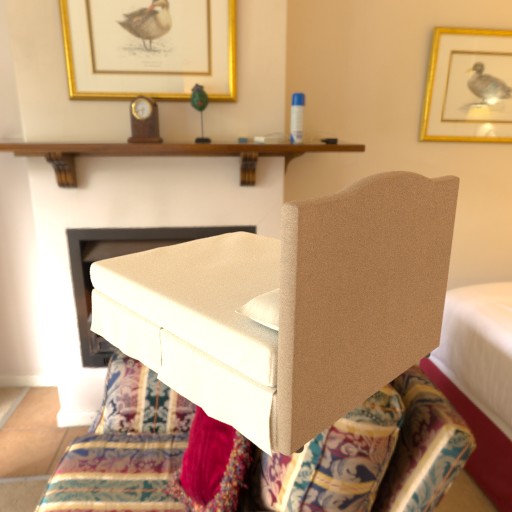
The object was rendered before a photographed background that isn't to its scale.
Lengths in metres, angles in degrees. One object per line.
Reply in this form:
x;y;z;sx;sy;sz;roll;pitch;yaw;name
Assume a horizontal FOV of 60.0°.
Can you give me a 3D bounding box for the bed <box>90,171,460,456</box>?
0.000;0.000;3.434;1.821;1.436;2.282;-15;22;-42;bed
